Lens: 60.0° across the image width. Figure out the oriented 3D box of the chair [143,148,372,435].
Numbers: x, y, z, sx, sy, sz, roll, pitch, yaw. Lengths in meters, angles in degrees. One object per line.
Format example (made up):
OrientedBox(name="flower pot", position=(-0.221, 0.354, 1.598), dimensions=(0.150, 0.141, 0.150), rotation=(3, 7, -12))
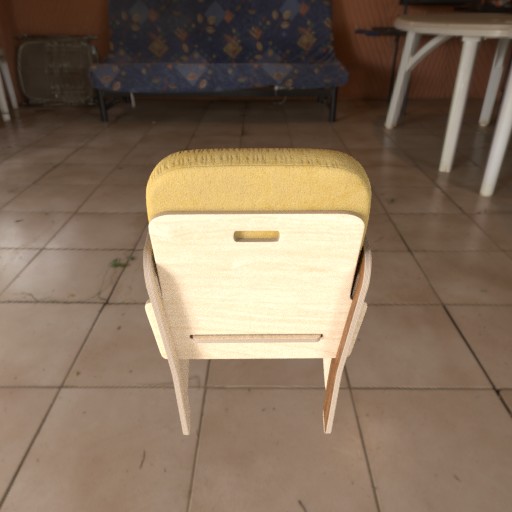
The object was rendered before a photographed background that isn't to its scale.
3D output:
OrientedBox(name="chair", position=(0.000, 0.000, 1.290), dimensions=(0.590, 0.800, 0.710), rotation=(0, 29, -1))
